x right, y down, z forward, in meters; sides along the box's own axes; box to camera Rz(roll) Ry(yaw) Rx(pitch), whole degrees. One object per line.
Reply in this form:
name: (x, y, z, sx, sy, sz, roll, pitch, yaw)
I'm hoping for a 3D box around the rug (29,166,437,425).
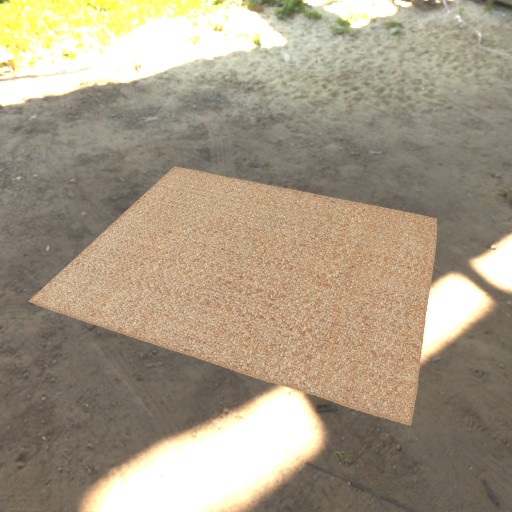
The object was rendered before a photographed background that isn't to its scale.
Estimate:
rug: (0.000, 0.000, 4.049, 3.048, 0.013, 2.439, 14, 42, 16)
